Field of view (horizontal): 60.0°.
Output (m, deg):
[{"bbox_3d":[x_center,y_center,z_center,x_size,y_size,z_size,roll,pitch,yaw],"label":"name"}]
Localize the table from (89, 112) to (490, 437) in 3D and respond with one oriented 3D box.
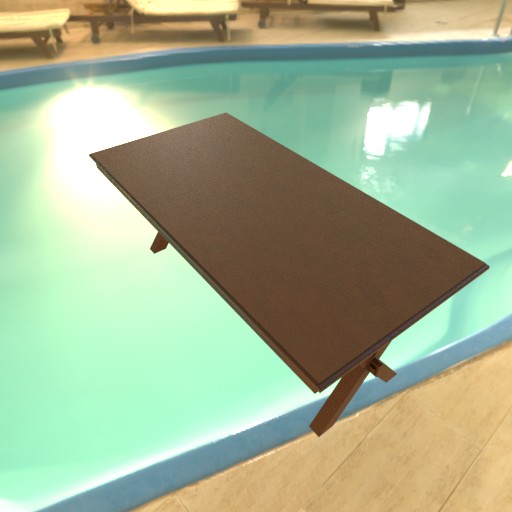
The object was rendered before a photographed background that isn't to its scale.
[{"bbox_3d":[0.000,0.000,1.504,0.594,0.459,1.197,-26,47,-27],"label":"table"}]
